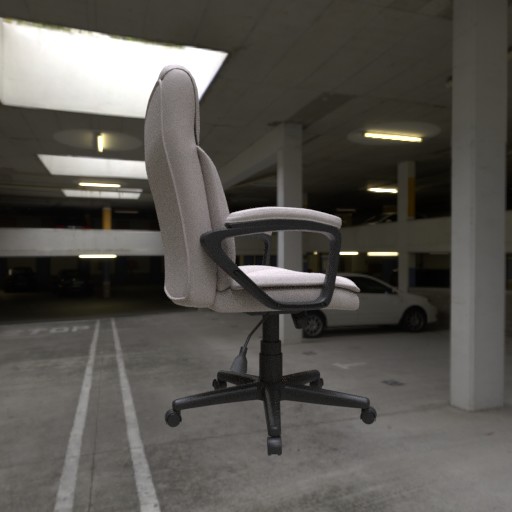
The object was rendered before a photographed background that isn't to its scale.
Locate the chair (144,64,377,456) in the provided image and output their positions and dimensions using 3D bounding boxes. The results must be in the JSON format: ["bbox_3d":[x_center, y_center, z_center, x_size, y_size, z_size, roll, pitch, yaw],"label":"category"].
[{"bbox_3d":[0.000,0.000,1.537,0.724,1.105,0.667,0,1,-19],"label":"chair"}]
